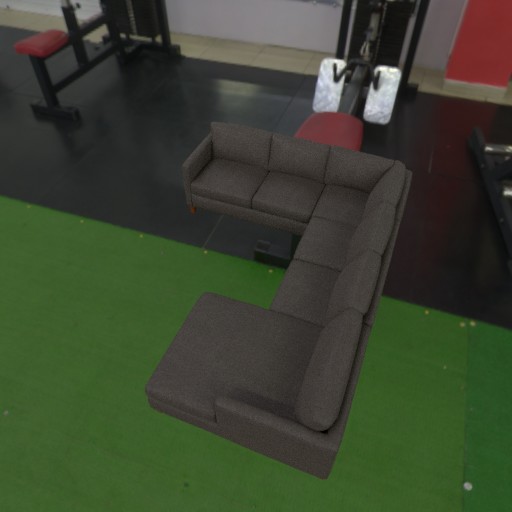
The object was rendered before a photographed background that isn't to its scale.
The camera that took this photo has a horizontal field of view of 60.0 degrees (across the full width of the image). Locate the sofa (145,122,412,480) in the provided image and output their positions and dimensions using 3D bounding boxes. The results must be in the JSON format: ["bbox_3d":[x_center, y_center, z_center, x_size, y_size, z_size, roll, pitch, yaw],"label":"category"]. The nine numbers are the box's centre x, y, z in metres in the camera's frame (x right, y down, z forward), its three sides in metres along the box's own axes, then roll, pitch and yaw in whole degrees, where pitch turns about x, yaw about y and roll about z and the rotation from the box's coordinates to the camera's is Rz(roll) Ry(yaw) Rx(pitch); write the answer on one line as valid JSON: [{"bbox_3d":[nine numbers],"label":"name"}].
[{"bbox_3d":[0.000,0.000,4.569,2.594,0.961,3.460,16,49,15],"label":"sofa"}]
